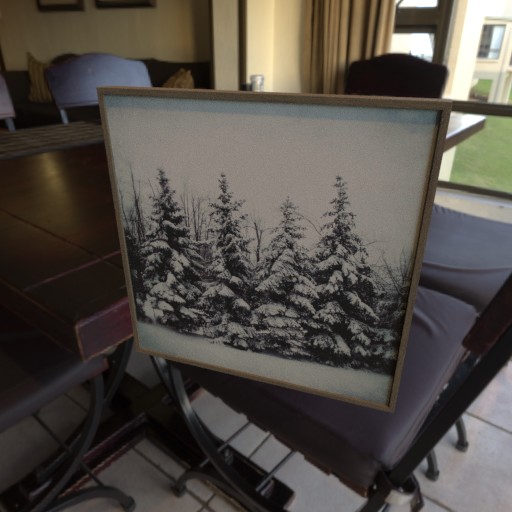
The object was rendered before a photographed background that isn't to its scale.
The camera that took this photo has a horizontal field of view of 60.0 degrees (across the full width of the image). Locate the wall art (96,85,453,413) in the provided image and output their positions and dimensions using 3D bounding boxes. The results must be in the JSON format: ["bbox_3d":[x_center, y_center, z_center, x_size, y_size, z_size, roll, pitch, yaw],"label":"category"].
[{"bbox_3d":[0.000,0.000,1.089,0.758,0.758,0.039,9,28,17],"label":"wall art"}]
